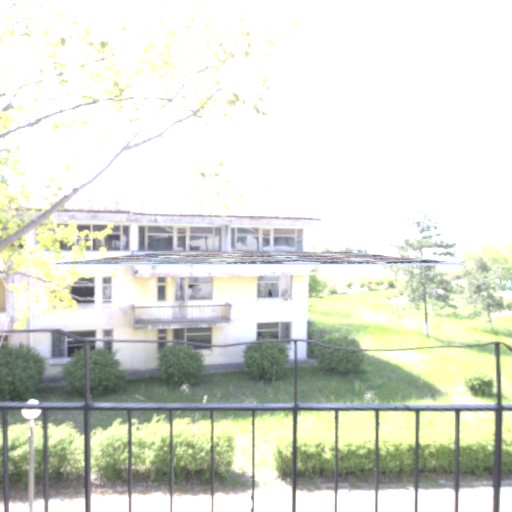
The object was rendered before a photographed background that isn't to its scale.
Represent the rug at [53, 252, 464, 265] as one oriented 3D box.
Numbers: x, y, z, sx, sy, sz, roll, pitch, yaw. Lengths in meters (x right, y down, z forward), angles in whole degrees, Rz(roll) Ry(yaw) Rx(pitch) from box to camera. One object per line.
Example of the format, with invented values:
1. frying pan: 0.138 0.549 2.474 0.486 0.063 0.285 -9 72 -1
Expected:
1. rug: 0.000 0.000 4.107 2.423 0.014 3.040 0 2 -1
